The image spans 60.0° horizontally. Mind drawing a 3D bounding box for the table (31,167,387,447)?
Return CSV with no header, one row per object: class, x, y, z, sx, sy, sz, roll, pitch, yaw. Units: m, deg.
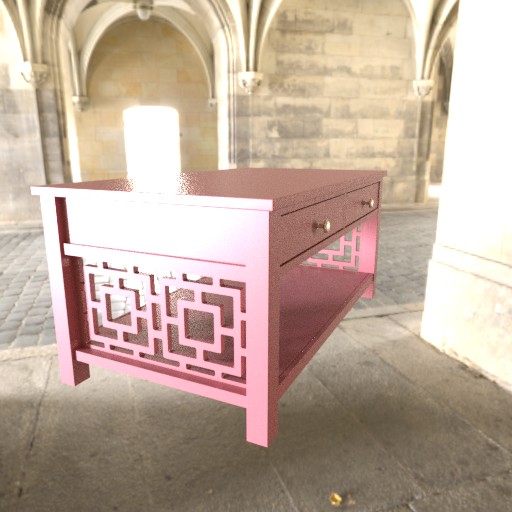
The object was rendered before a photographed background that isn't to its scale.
table,0.000,0.000,1.395,0.612,0.493,1.068,7,15,25
